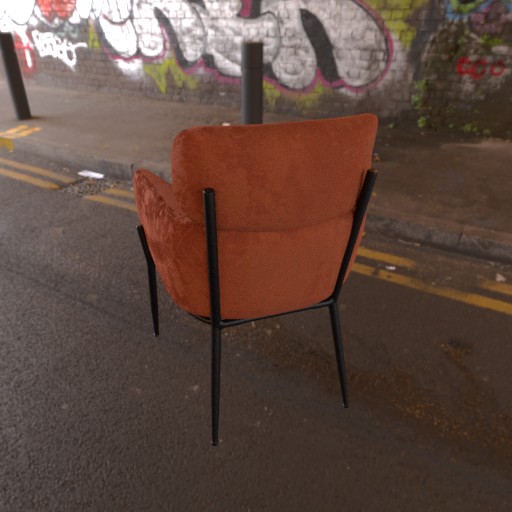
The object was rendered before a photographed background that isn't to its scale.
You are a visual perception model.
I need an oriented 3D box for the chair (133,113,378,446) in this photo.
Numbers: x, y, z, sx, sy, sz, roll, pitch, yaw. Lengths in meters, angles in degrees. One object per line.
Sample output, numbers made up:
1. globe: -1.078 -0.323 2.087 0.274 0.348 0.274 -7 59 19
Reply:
1. chair: 0.000 0.000 1.146 0.561 0.772 0.523 -9 30 -17
